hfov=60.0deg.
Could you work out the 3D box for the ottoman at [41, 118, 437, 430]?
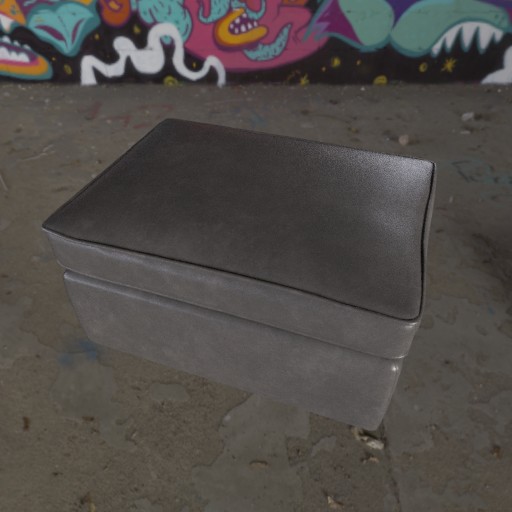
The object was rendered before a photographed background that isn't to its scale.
[{"bbox_3d":[0.000,0.000,1.102,0.756,0.445,0.554,13,44,15],"label":"ottoman"}]
